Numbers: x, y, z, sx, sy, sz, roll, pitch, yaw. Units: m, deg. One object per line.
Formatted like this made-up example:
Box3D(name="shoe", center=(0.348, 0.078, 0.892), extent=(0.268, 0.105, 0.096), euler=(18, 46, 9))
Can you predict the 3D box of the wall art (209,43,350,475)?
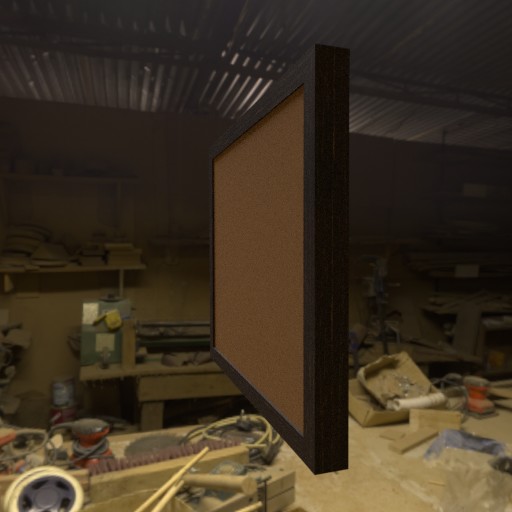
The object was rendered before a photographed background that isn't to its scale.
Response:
Box3D(name="wall art", center=(0.000, 0.000, 0.525), extent=(0.031, 0.330, 0.381), euler=(0, 1, -18))
